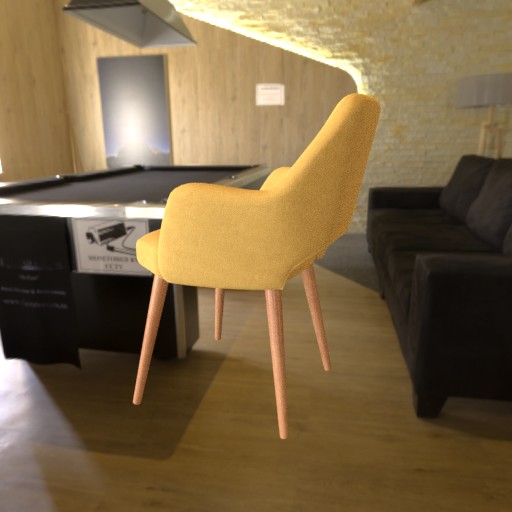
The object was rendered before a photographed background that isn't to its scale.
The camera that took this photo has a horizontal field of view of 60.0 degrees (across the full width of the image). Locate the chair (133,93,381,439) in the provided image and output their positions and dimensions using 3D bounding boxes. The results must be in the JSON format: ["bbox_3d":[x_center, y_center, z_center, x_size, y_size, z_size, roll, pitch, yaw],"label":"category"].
[{"bbox_3d":[0.000,0.000,1.256,0.610,0.840,0.590,7,17,25],"label":"chair"}]
